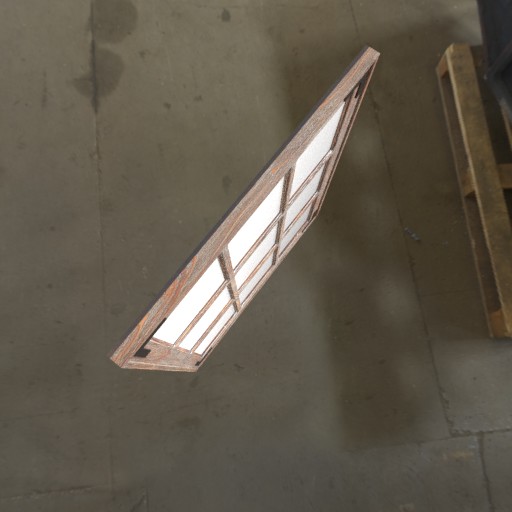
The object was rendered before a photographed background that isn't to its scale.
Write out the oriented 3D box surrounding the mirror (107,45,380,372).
[{"bbox_3d":[0.000,0.000,1.194,0.032,0.882,0.730,37,78,9],"label":"mirror"}]
